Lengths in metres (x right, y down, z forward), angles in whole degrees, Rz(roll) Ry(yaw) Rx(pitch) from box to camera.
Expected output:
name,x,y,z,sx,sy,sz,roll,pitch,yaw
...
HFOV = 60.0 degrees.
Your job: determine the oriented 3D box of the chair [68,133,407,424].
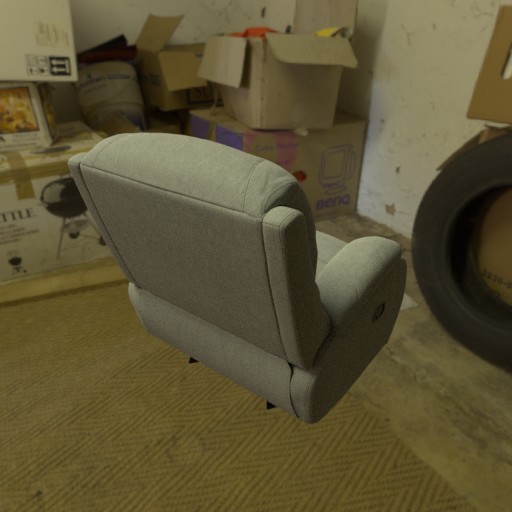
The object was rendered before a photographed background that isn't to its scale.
name,x,y,z,sx,sy,sz,roll,pitch,yaw
chair,0.000,0.000,1.692,0.930,1.011,0.899,20,34,33
